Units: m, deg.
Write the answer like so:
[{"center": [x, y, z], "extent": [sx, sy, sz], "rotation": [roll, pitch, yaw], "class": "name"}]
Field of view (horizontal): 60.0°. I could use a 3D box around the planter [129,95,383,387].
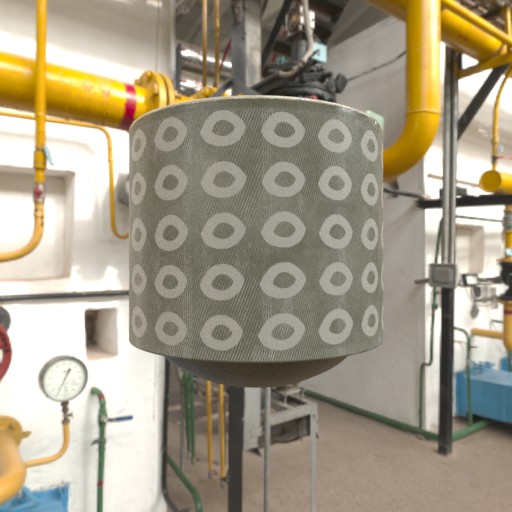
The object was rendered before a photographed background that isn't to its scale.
[{"center": [0.000, 0.000, 0.344], "extent": [0.190, 0.181, 0.190], "rotation": [0, 0, 0], "class": "planter"}]
